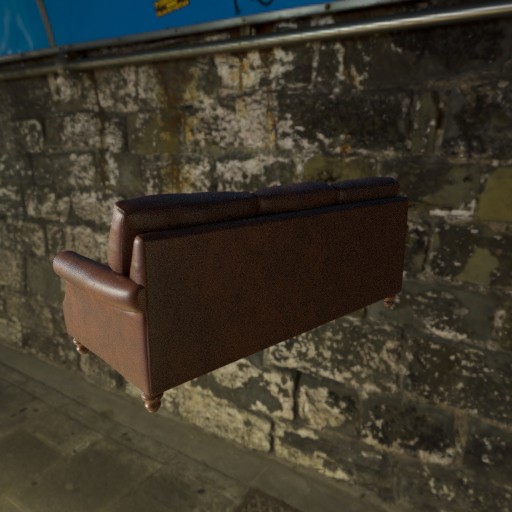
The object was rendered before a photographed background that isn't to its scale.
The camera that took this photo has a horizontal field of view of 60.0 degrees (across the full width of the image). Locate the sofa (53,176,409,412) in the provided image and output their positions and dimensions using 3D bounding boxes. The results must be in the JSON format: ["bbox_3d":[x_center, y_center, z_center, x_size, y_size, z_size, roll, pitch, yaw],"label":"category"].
[{"bbox_3d":[0.000,0.000,2.911,2.351,0.977,0.973,-13,19,-41],"label":"sofa"}]
